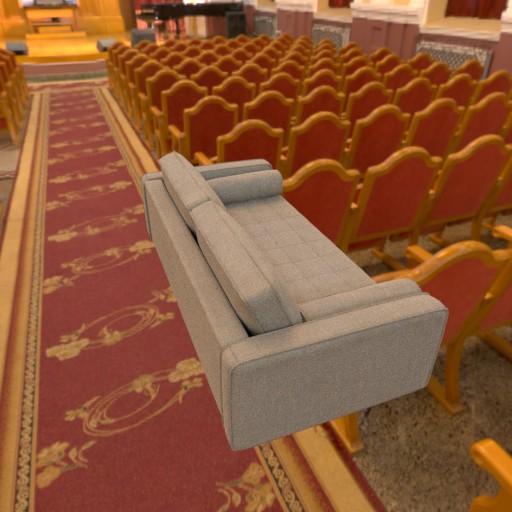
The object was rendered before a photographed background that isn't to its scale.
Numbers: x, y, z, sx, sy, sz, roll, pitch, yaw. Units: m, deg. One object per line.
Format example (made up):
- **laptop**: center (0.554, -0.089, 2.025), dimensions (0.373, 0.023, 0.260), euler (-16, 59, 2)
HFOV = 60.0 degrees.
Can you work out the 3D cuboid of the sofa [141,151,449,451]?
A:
- **sofa**: center (0.000, 0.000, 2.388), dimensions (0.914, 0.762, 1.879), euler (-11, 33, -18)
